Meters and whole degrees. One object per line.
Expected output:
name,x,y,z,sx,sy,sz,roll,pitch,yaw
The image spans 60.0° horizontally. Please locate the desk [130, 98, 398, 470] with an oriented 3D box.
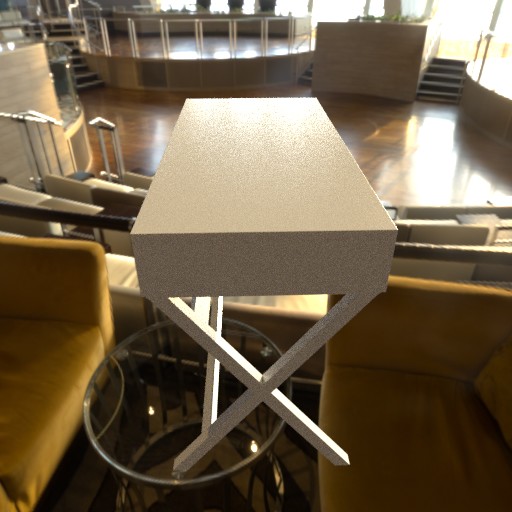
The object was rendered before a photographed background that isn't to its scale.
desk,0.000,0.000,1.487,0.509,0.780,1.059,-1,33,-1
